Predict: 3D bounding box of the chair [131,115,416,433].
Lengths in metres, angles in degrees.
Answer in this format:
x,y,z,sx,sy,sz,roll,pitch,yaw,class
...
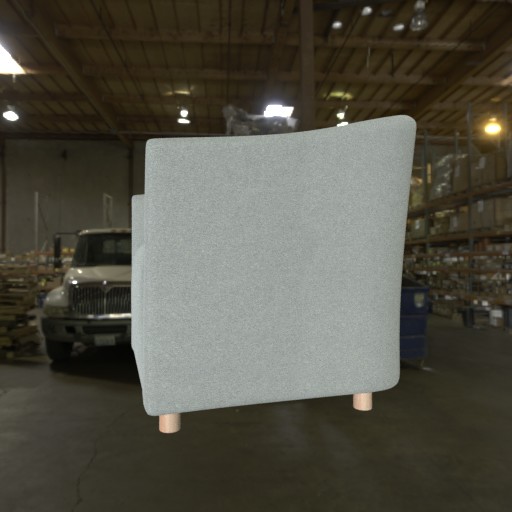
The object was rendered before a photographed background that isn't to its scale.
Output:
x,y,z,sx,sy,sz,roll,pitch,yaw,class
0.000,0.000,1.315,0.700,0.720,0.790,0,-1,-18,chair
